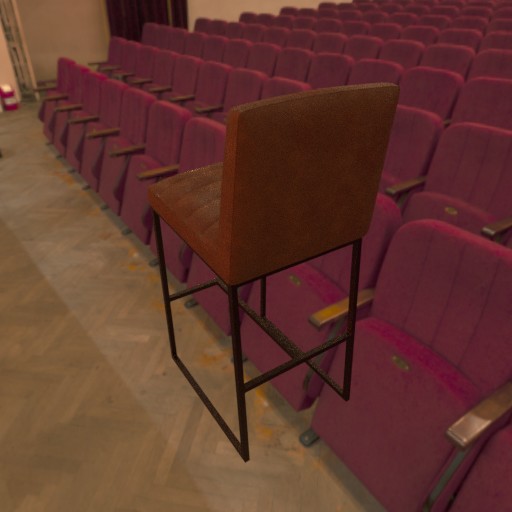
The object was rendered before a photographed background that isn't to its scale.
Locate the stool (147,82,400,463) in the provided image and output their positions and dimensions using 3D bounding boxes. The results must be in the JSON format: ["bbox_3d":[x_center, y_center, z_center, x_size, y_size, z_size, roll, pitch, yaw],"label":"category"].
[{"bbox_3d":[0.000,0.000,1.371,0.463,1.065,0.562,-19,37,-28],"label":"stool"}]
